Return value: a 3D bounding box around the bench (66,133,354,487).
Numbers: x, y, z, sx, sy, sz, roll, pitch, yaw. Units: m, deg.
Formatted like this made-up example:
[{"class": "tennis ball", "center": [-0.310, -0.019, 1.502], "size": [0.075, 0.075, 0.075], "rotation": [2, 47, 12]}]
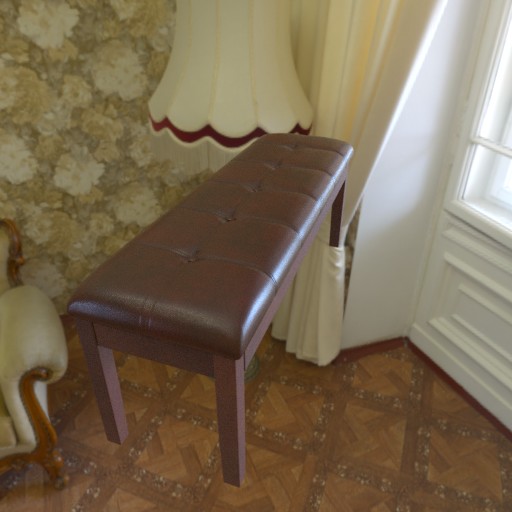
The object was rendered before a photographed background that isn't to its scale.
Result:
[{"class": "bench", "center": [0.000, 0.000, 1.452], "size": [0.401, 0.491, 1.259], "rotation": [11, 33, 17]}]
